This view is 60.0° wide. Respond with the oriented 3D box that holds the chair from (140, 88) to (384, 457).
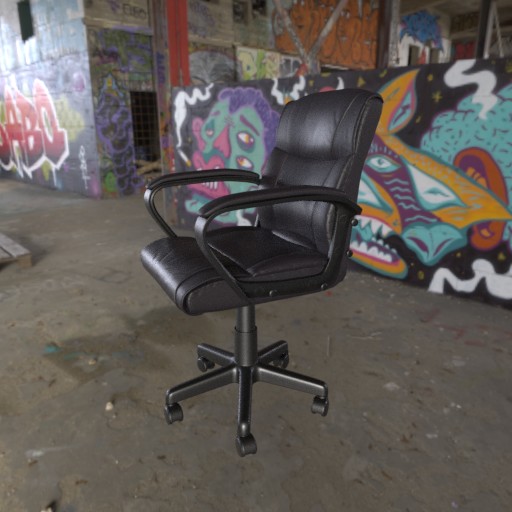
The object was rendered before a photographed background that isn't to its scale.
[{"bbox_3d":[0.000,0.000,1.391,0.641,0.998,0.576,-8,18,-25],"label":"chair"}]
